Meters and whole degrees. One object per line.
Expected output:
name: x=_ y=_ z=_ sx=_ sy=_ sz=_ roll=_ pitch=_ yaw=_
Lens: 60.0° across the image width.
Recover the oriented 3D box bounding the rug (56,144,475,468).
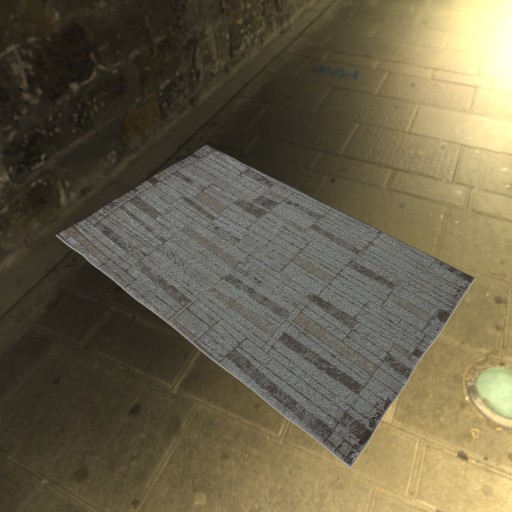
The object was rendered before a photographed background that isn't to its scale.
rug: x=0.000 y=0.000 z=3.011 sx=2.444 sy=0.023 sz=1.531 roll=31 pitch=54 yaw=26
